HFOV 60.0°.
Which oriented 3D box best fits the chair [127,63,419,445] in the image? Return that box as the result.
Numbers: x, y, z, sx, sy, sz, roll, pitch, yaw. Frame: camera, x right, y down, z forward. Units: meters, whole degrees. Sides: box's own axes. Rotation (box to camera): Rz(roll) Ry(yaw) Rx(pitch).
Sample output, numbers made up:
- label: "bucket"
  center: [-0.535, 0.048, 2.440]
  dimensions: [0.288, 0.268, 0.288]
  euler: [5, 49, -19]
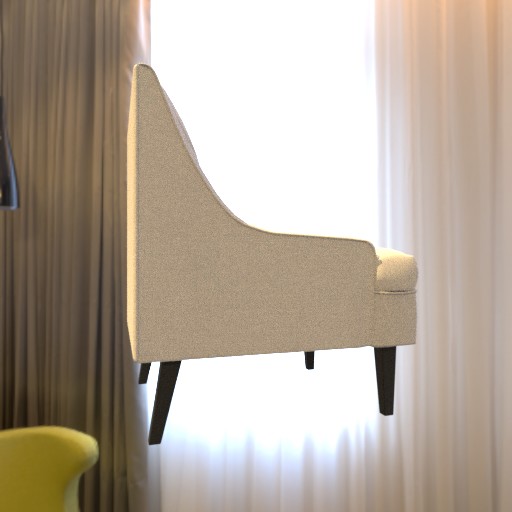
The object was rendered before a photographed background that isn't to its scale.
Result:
- label: "chair"
  center: [0.000, 0.000, 1.406]
  dimensions: [0.772, 0.891, 0.658]
  euler: [0, 0, -17]
